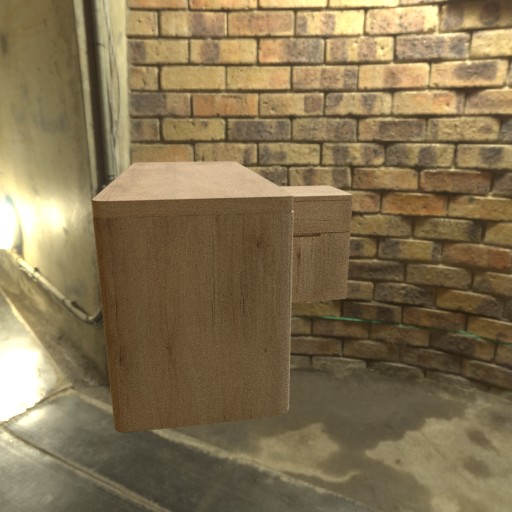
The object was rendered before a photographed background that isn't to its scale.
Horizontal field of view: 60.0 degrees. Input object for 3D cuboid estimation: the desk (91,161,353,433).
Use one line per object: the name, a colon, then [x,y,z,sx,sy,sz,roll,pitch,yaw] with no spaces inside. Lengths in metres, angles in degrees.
desk: [0.000,0.000,2.077,1.175,0.770,1.400,-3,16,-10]
